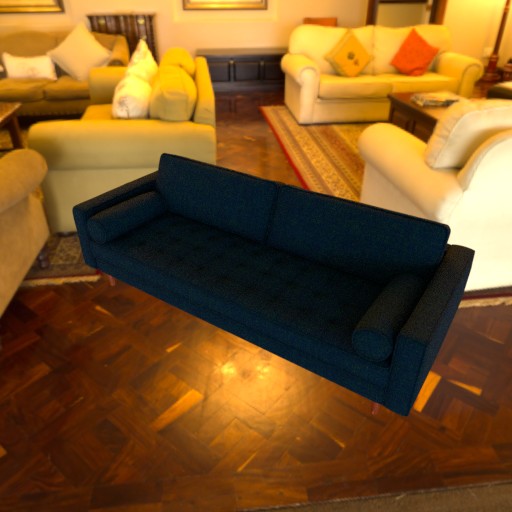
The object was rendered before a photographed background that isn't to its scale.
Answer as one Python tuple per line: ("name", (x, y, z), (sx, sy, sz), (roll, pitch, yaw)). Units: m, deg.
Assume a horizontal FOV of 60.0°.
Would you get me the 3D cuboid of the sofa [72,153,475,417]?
("sofa", (0.000, 0.000, 2.641), (2.210, 0.762, 0.914), (20, 37, 28))
